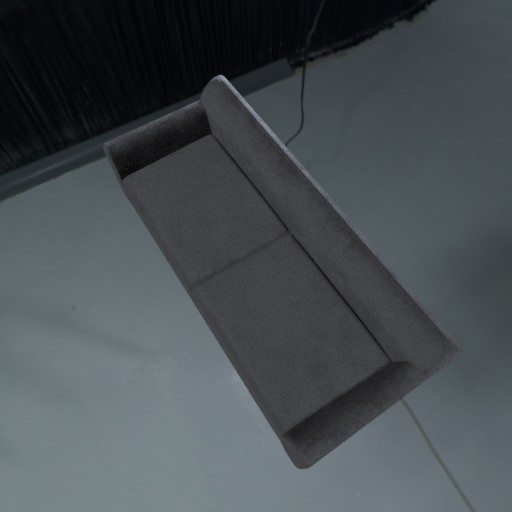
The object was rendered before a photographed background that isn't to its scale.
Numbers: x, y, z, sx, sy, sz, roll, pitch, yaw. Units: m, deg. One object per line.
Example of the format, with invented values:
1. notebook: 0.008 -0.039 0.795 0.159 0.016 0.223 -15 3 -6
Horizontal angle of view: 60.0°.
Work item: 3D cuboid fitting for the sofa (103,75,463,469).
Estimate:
1. sofa: 0.000 0.000 2.655 0.900 0.740 2.190 -30 67 -14
